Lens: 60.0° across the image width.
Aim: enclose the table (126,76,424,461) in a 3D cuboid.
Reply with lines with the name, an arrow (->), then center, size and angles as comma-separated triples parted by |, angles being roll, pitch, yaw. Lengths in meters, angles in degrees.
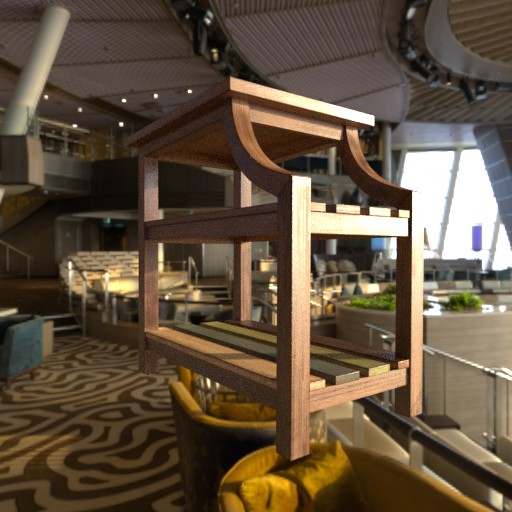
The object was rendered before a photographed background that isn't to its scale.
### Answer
table -> 0.000, 0.000, 0.962 | 0.356, 0.584, 0.609 | 0, 1, -36
